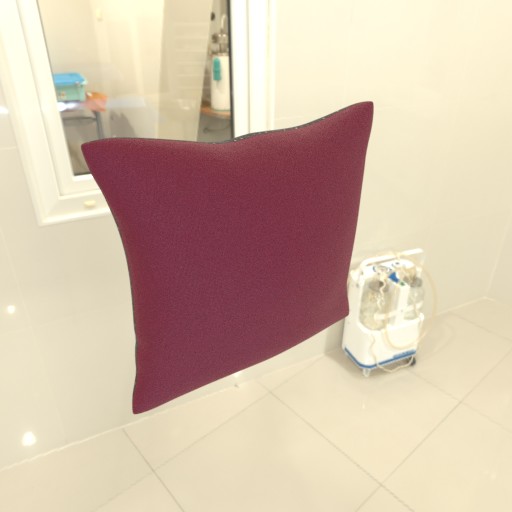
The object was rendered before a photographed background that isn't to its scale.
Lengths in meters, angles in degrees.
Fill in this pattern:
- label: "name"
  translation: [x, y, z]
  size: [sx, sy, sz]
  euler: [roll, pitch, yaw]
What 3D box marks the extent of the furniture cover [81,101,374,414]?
- label: "furniture cover"
  translation: [0.000, 0.000, 0.835]
  size: [0.552, 0.509, 0.193]
  euler: [-18, 34, -29]
